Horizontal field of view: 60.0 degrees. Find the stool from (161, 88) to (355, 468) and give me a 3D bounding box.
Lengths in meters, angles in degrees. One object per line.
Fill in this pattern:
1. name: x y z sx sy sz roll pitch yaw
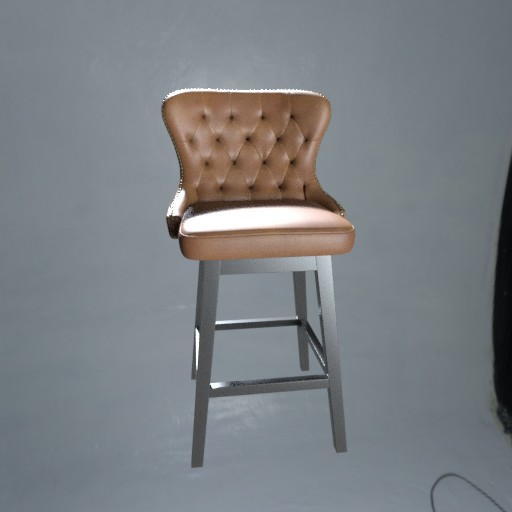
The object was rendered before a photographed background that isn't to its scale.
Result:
1. stool: 0.000 0.000 1.332 0.528 0.971 0.593 -2 17 -8
